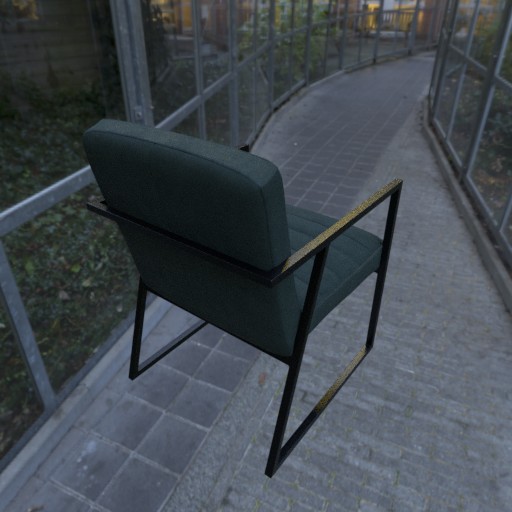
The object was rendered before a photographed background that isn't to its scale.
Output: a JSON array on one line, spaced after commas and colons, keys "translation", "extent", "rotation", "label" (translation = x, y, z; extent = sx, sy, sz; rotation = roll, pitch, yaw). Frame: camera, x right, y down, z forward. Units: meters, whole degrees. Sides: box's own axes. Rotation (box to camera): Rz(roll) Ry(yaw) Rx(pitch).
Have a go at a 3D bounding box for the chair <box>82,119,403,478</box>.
[{"translation": [0.000, 0.000, 1.282], "extent": [0.571, 0.833, 0.677], "rotation": [22, 37, 32], "label": "chair"}]
